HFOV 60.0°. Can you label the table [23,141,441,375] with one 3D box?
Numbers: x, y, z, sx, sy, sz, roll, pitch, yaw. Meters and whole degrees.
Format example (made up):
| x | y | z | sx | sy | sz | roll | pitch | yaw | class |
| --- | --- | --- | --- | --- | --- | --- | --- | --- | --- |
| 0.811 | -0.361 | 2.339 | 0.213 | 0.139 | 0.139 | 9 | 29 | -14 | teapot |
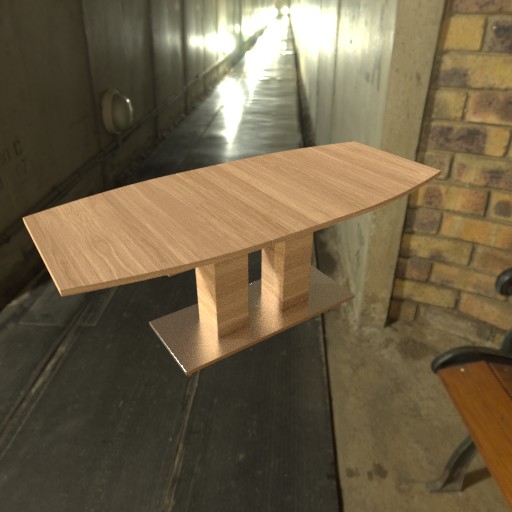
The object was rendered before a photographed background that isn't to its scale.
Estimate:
| x | y | z | sx | sy | sz | roll | pitch | yaw | class |
| --- | --- | --- | --- | --- | --- | --- | --- | --- | --- |
| 0.000 | 0.000 | 2.398 | 2.032 | 0.750 | 0.900 | -19 | 36 | -29 | table |
